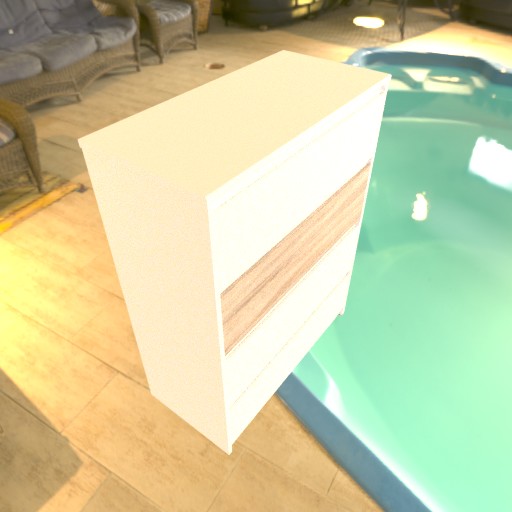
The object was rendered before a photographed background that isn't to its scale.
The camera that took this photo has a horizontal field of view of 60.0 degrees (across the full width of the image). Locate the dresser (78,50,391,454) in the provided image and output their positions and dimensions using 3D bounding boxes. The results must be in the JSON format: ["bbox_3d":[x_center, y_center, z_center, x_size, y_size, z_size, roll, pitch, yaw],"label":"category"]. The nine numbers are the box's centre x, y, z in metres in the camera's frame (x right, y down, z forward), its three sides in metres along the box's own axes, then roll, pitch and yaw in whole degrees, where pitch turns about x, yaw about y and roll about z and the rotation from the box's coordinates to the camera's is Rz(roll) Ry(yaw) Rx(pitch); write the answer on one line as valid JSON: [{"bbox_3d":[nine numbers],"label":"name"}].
[{"bbox_3d":[0.000,0.000,1.472,0.380,1.040,0.800,27,48,27],"label":"dresser"}]
